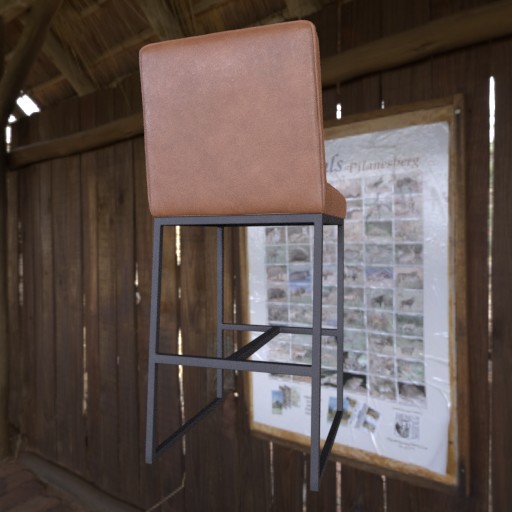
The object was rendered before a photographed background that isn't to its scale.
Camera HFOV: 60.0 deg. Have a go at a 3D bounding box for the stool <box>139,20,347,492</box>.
[{"bbox_3d":[0.000,0.000,1.266,0.458,1.040,0.556,0,1,18],"label":"stool"}]
